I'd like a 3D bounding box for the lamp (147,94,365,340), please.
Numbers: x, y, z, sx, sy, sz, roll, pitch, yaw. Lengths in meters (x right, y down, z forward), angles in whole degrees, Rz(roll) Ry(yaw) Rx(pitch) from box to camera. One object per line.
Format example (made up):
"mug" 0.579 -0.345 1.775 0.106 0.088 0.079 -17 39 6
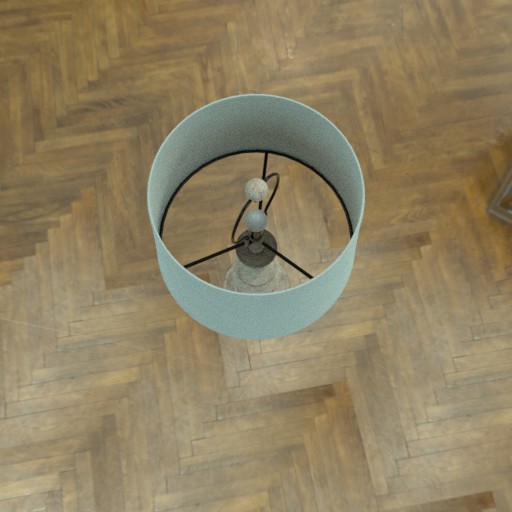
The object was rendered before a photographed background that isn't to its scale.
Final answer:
"lamp" 0.000 0.000 0.869 0.340 0.678 0.340 0 75 0
